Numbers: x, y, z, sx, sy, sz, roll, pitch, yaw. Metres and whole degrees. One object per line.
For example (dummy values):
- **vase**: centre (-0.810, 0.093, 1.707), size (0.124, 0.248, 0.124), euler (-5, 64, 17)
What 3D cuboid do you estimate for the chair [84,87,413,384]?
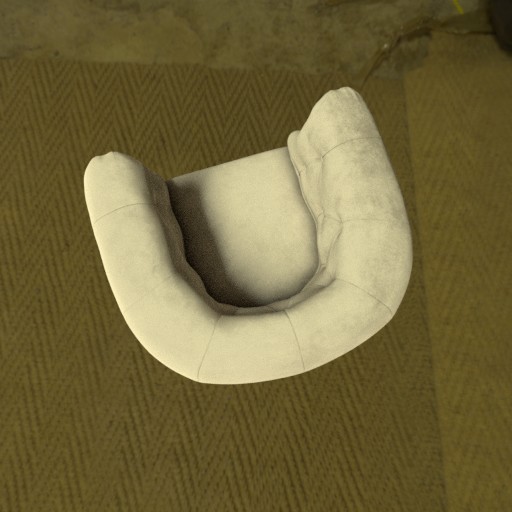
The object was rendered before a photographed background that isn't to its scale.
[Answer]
- **chair**: centre (0.000, 0.000, 1.598), size (0.904, 0.826, 0.851), euler (-17, 76, -4)
